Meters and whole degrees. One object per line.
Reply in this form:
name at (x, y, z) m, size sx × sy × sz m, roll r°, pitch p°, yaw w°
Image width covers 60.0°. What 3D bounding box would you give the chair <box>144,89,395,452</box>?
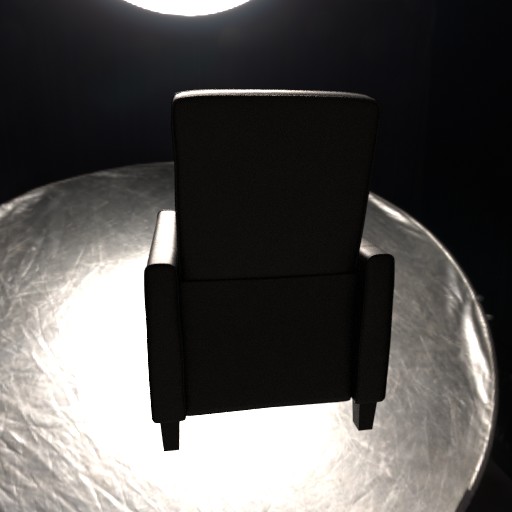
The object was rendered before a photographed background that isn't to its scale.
chair at (0.000, 0.000, 1.519) m, size 0.705 × 1.013 × 0.746 m, roll -2°, pitch 15°, yaw -9°
